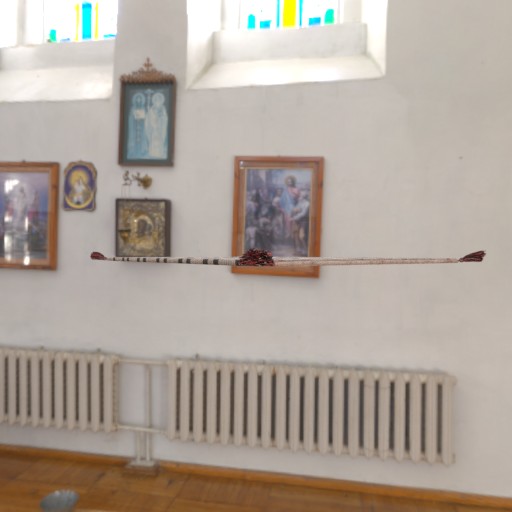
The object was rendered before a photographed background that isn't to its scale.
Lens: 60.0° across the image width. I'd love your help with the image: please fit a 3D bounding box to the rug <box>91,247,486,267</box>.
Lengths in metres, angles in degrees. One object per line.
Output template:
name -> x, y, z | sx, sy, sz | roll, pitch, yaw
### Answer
rug -> 0.000, 0.000, 2.639 | 1.444, 0.067, 2.069 | 0, 0, -35
